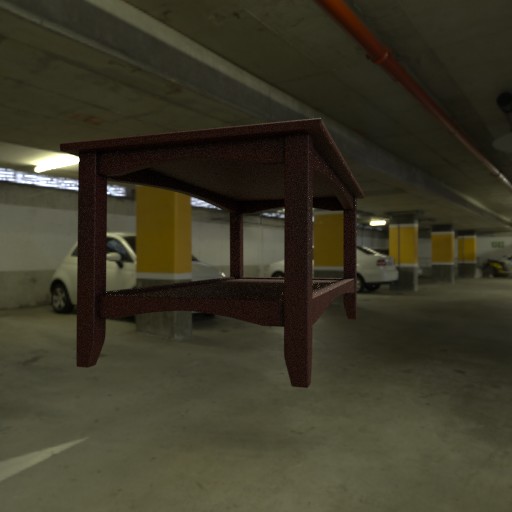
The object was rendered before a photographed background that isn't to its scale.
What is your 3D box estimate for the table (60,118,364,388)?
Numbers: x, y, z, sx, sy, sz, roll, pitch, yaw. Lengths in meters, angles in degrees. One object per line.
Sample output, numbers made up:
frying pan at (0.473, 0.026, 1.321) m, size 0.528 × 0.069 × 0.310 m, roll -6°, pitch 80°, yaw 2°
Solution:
table at (0.000, 0.000, 1.263) m, size 0.533 × 0.456 × 0.943 m, roll 0°, pitch 0°, yaw 18°
